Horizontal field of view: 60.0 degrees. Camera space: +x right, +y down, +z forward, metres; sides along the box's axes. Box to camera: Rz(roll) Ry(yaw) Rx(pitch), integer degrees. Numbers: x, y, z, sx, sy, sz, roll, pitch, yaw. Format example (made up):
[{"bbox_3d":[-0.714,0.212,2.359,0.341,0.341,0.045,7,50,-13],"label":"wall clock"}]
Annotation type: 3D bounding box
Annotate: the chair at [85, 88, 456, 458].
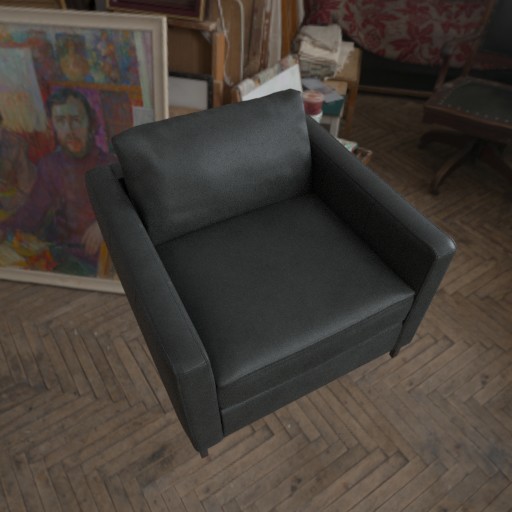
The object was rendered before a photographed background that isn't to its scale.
[{"bbox_3d":[0.000,0.000,1.482,0.967,0.824,0.861,-21,51,-18],"label":"chair"}]
